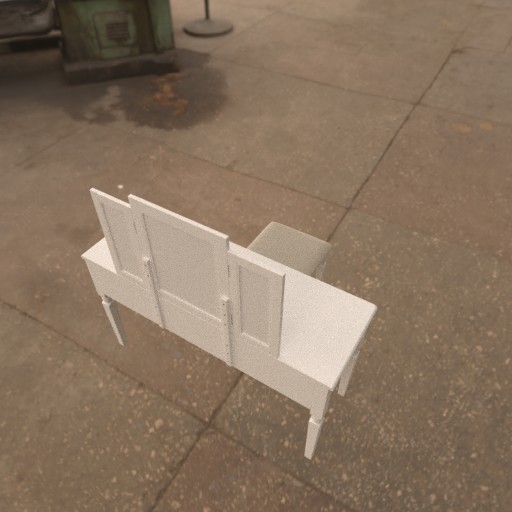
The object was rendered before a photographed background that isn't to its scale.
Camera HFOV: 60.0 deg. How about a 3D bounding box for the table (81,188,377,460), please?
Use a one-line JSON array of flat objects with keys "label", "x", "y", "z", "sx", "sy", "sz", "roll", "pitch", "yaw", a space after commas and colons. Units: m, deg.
[{"label": "table", "x": 0.000, "y": 0.000, "z": 2.338, "sx": 1.369, "sy": 1.310, "sz": 1.115, "roll": 24, "pitch": 50, "yaw": 22}]
